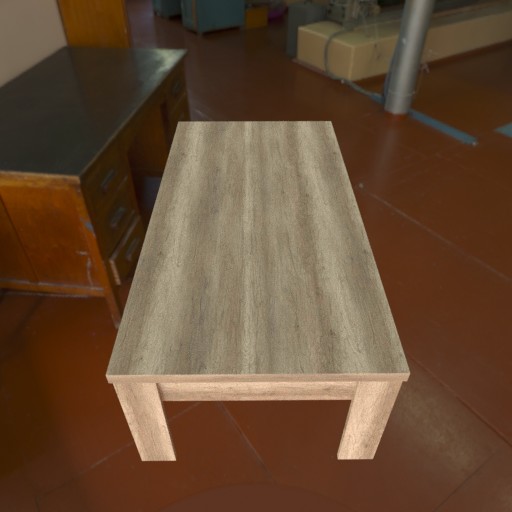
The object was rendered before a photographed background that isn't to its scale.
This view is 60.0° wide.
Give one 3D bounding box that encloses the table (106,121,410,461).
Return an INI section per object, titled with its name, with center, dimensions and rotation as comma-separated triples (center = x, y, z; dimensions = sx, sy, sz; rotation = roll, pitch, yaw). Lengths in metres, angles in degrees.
[table]
center = 0.000, 0.000, 1.676
dimensions = 0.700, 0.460, 1.350
rotation = 0, 41, 0
